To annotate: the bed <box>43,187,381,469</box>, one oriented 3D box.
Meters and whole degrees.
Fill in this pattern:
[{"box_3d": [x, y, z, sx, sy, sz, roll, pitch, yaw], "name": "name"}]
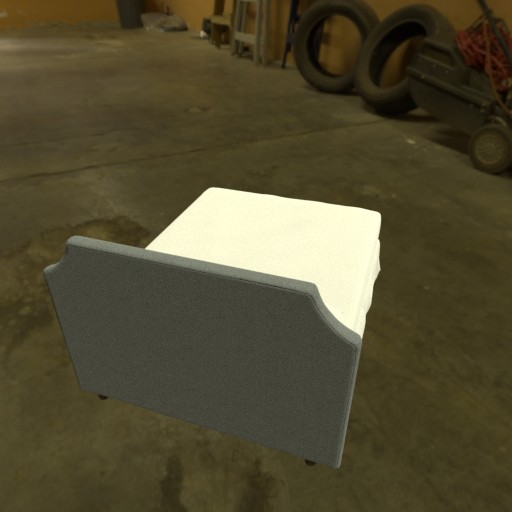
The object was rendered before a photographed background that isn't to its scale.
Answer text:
[{"box_3d": [0.000, 0.000, 3.367, 1.811, 1.296, 2.259, 11, 35, 16], "name": "bed"}]
